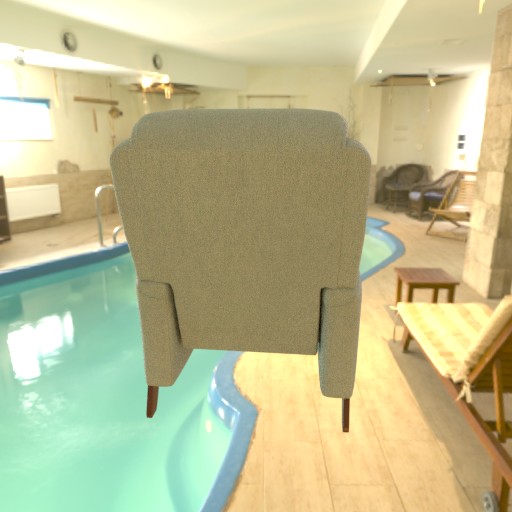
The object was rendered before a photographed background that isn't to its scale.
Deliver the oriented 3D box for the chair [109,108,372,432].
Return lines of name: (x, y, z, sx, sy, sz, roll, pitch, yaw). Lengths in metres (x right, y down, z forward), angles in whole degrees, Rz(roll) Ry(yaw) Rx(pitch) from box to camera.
chair: (0.000, 0.000, 1.756, 0.785, 1.067, 0.988, 2, 15, 6)
